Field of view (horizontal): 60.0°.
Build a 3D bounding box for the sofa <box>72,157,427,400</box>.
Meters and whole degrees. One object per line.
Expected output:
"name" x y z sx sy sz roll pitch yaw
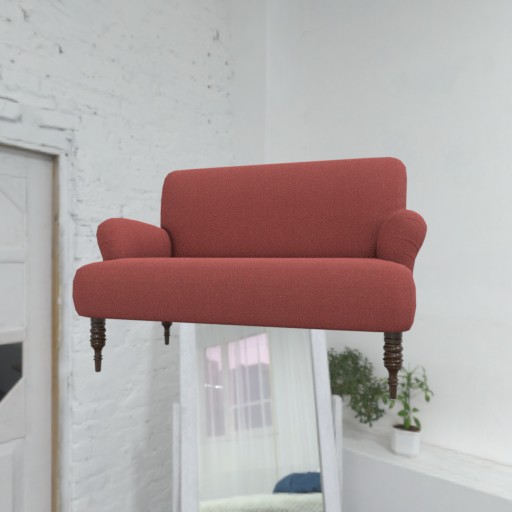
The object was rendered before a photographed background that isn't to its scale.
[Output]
"sofa" 0.000 0.000 1.823 1.297 0.889 0.779 0 0 17
